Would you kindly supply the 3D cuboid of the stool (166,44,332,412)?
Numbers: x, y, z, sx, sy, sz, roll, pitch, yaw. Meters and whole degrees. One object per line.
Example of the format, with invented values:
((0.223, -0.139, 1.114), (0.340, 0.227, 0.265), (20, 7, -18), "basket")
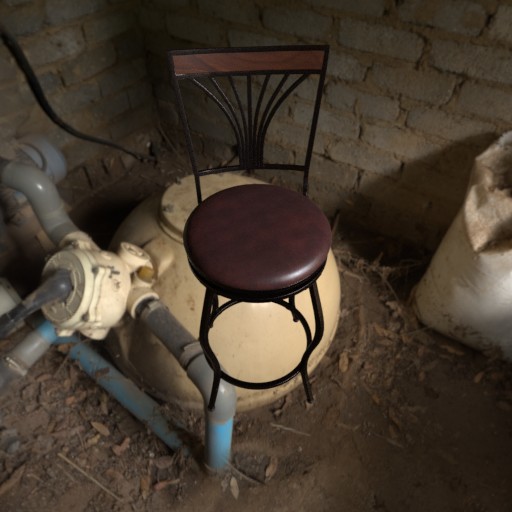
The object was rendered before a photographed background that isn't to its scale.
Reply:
((0.000, 0.000, 1.409), (0.433, 1.117, 0.514), (-3, 46, -3), "stool")
